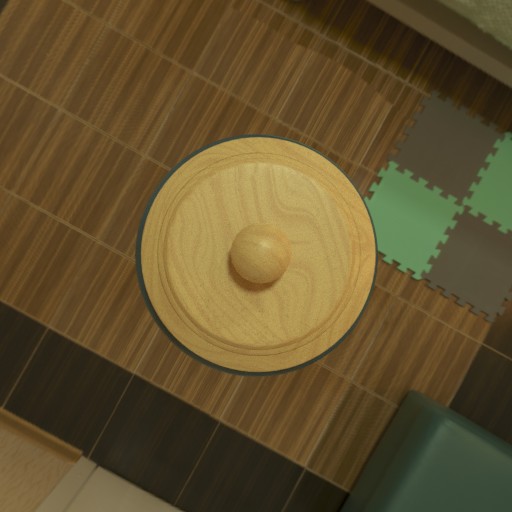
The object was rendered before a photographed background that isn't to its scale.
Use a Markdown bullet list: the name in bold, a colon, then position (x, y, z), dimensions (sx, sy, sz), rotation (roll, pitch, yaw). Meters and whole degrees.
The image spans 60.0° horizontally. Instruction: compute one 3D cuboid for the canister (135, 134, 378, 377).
- **canister**: position (0.000, 0.000, 0.266), dimensions (0.130, 0.176, 0.130), rotation (0, 89, -2)
